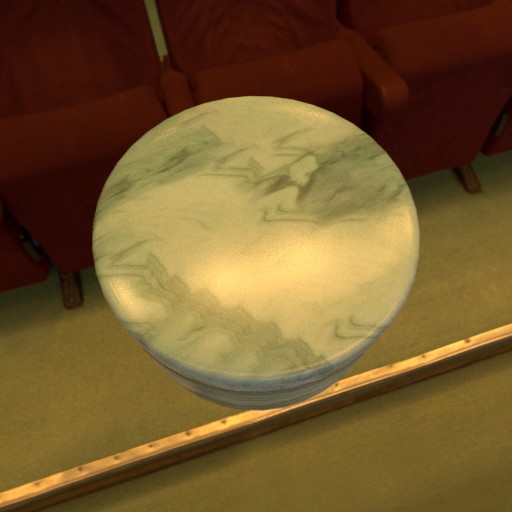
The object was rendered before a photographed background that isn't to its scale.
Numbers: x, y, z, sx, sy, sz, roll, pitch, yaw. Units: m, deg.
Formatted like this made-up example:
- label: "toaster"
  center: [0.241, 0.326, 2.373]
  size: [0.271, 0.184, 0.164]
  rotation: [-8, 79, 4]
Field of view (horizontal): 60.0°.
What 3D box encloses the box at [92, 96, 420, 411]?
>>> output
- label: "box"
  center: [0.000, 0.000, 0.162]
  size: [0.101, 0.063, 0.101]
  rotation: [0, 64, 0]
